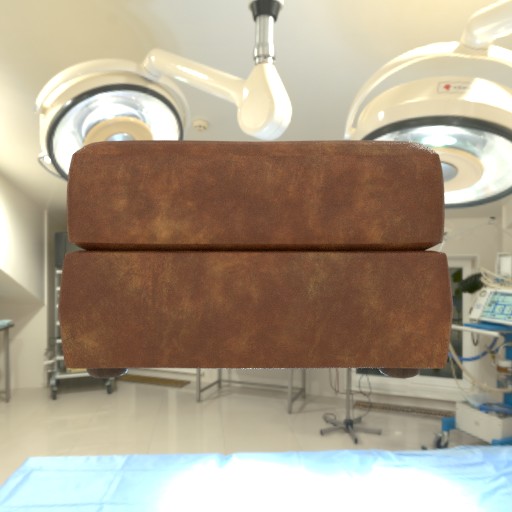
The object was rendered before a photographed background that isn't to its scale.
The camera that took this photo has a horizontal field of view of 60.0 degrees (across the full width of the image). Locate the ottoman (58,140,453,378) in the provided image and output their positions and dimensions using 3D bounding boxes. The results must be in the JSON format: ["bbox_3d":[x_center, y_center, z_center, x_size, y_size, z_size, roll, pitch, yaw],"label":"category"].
[{"bbox_3d":[0.000,0.000,1.104,0.751,0.476,0.603,0,0,0],"label":"ottoman"}]
